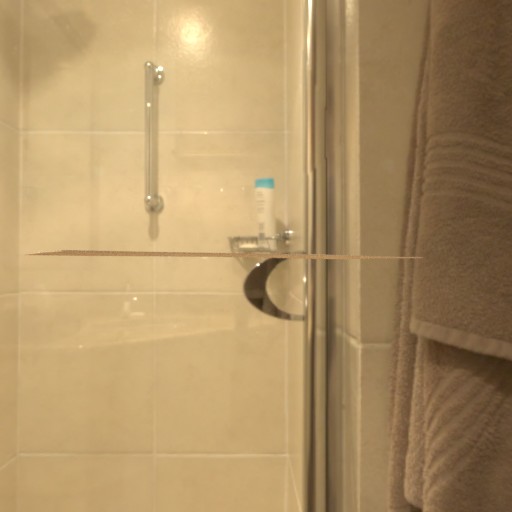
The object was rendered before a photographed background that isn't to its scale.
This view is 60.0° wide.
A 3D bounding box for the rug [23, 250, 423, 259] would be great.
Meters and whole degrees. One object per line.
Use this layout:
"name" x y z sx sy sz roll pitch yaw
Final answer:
"rug" 0.000 0.000 2.607 2.346 0.013 0.712 1 -2 -38
